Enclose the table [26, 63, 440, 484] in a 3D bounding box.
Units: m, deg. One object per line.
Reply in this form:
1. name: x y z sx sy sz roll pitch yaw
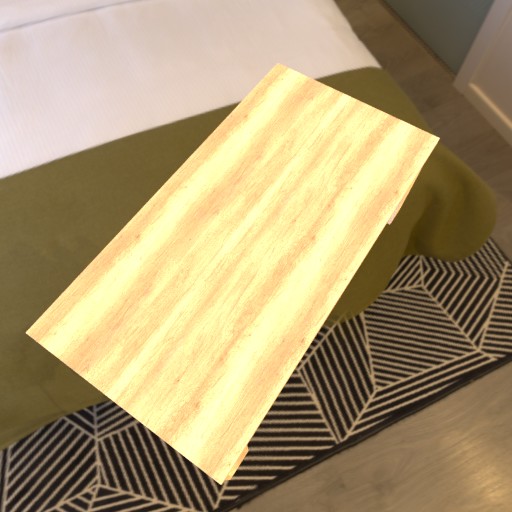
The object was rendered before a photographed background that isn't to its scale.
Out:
1. table: 0.000 0.000 1.652 0.700 0.460 1.350 31 67 15
